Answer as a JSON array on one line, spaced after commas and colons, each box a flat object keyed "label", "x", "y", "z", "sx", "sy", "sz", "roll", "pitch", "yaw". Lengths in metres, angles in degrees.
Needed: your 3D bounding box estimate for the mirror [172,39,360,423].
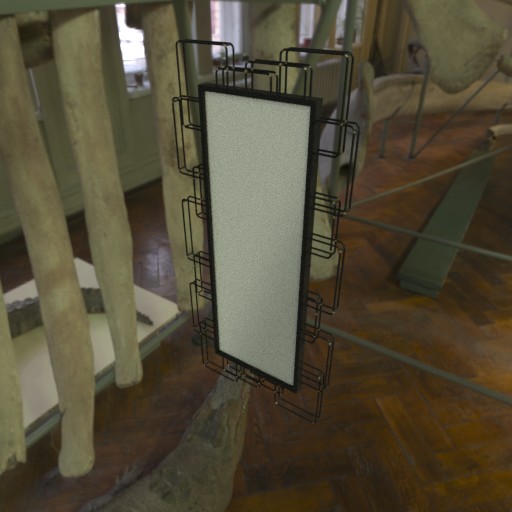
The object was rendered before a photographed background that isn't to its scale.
[{"label": "mirror", "x": 0.000, "y": 0.000, "z": 1.381, "sx": 0.565, "sy": 1.192, "sz": 0.037, "roll": 19, "pitch": 36, "yaw": 28}]
